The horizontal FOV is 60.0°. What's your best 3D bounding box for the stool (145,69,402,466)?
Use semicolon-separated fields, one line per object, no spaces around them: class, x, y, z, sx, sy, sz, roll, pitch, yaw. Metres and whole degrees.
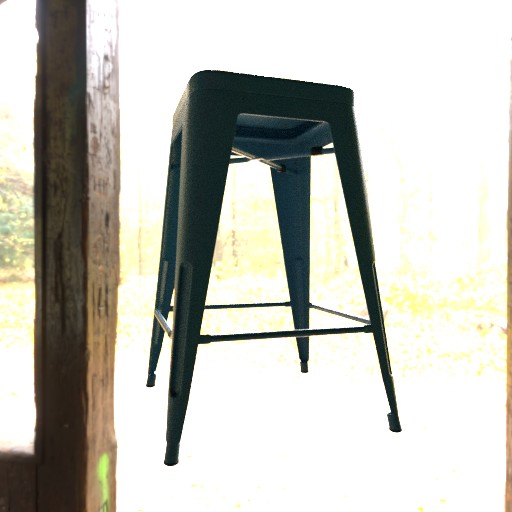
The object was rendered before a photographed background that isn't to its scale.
stool;0.000;0.000;0.893;0.410;0.608;0.410;0;1;-18
